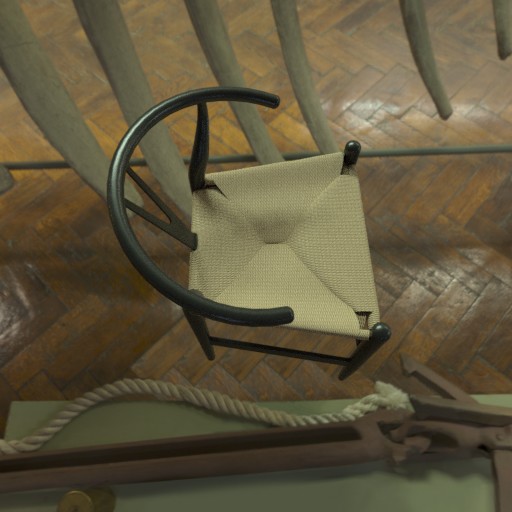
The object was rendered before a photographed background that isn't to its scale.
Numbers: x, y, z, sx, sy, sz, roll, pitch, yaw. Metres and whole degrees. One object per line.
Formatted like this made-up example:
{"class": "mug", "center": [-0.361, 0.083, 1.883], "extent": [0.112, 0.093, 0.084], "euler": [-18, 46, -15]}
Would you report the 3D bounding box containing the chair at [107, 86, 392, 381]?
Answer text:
{"class": "chair", "center": [0.000, 0.000, 1.175], "extent": [0.570, 0.739, 0.570], "euler": [-1, 64, -1]}
